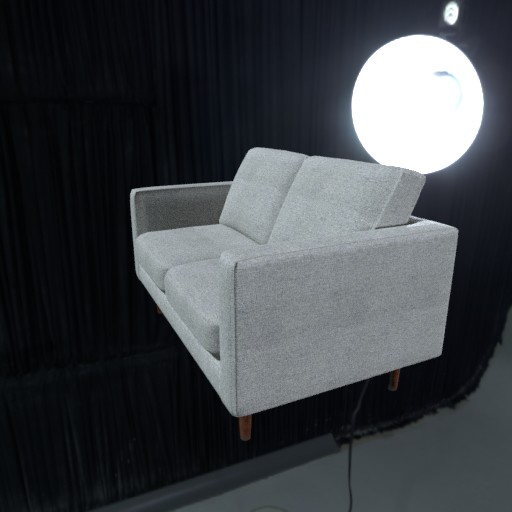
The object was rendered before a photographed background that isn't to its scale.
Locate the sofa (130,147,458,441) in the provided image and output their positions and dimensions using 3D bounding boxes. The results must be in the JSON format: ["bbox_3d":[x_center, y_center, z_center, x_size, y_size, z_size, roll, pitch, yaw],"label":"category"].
[{"bbox_3d":[0.000,0.000,2.200,0.969,0.973,1.527,-8,19,-25],"label":"sofa"}]
